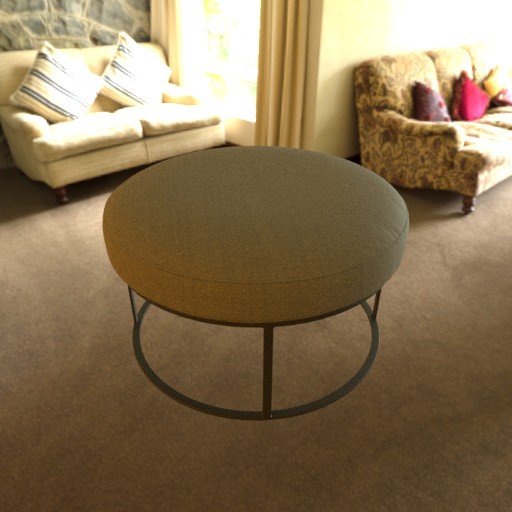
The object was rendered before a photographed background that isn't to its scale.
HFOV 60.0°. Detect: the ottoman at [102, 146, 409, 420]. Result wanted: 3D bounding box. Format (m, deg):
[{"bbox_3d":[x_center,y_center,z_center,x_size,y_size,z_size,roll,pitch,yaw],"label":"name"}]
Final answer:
[{"bbox_3d":[0.000,0.000,1.230,0.772,0.460,0.772,0,31,0],"label":"ottoman"}]
